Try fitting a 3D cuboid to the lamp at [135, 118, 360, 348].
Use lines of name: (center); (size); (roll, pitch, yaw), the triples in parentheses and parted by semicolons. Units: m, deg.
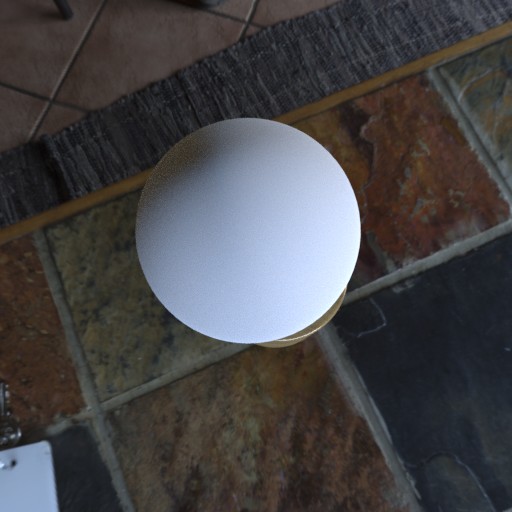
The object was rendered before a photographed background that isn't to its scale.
lamp: (0.000, 0.000, 0.339); (0.152, 0.250, 0.141); (22, 77, 5)
